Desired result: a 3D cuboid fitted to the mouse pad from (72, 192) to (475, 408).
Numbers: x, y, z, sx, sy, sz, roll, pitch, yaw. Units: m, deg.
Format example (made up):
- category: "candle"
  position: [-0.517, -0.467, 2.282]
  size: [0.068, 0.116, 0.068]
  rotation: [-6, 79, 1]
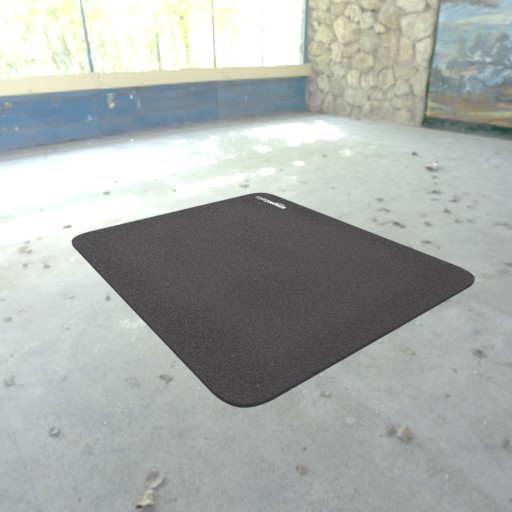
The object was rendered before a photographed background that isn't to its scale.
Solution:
- category: "mouse pad"
  position: [0.000, 0.000, 0.339]
  size: [0.211, 0.002, 0.249]
  rotation: [-18, 31, -33]
